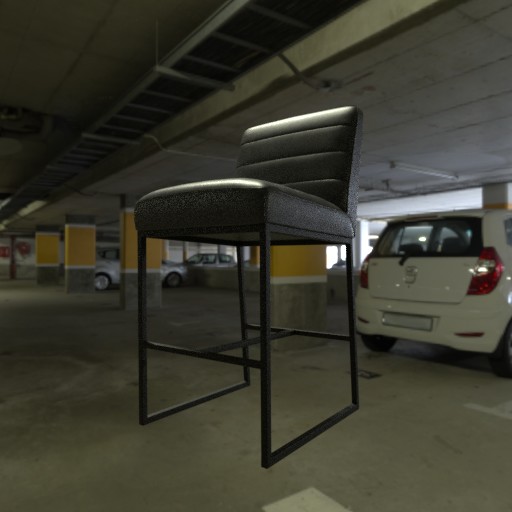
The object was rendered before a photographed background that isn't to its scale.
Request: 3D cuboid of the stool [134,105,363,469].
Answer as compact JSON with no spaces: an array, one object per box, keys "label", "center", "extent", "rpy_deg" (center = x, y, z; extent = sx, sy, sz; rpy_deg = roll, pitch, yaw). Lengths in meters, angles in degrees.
[{"label":"stool","center":[0.000,0.000,1.304],"extent":[0.457,0.938,0.552],"rpy_deg":[0,0,37]}]
